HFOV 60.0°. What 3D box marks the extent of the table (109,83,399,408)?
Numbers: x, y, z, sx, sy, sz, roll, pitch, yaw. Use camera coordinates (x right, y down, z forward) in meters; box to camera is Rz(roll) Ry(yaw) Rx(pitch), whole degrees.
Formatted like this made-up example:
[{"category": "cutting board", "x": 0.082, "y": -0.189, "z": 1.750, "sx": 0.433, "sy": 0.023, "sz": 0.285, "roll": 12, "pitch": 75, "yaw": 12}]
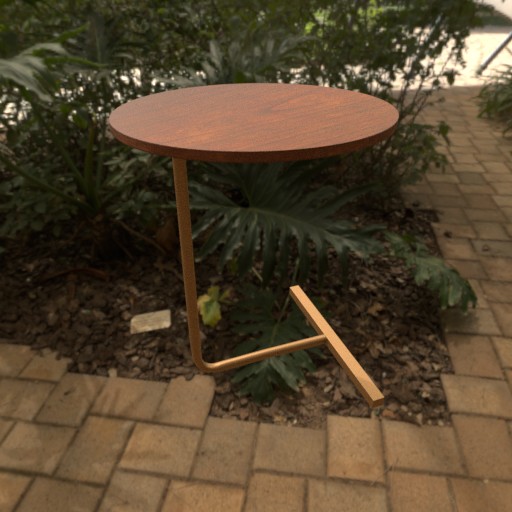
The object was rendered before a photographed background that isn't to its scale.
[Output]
[{"category": "table", "x": 0.000, "y": 0.000, "z": 1.089, "sx": 0.577, "sy": 0.706, "sz": 0.530, "roll": -11, "pitch": 33, "yaw": -17}]
